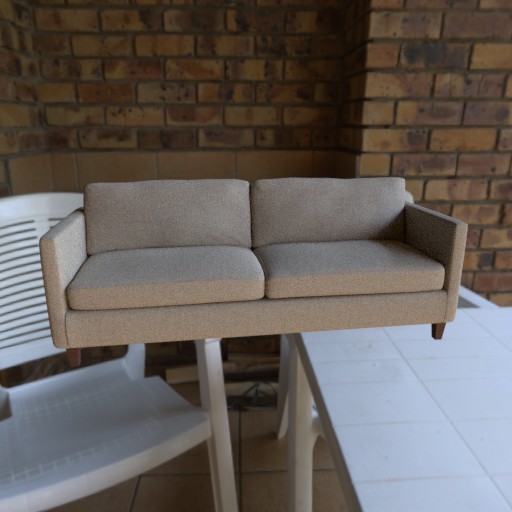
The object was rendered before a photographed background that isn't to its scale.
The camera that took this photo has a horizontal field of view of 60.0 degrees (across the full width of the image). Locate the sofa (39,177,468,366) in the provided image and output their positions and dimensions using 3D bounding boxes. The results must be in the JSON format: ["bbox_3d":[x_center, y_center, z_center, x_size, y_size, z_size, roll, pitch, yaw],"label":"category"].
[{"bbox_3d":[0.000,0.000,2.944,2.434,0.965,0.951,-2,17,-8],"label":"sofa"}]
